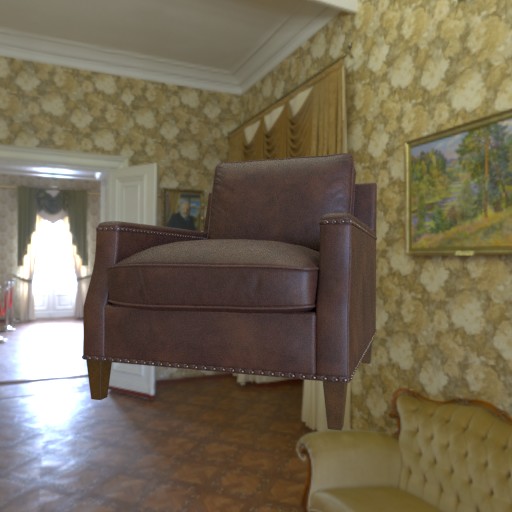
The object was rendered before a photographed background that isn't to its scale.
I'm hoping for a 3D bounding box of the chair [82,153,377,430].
[{"bbox_3d":[0.000,0.000,1.728,0.853,0.929,1.014,0,-1,20],"label":"chair"}]
